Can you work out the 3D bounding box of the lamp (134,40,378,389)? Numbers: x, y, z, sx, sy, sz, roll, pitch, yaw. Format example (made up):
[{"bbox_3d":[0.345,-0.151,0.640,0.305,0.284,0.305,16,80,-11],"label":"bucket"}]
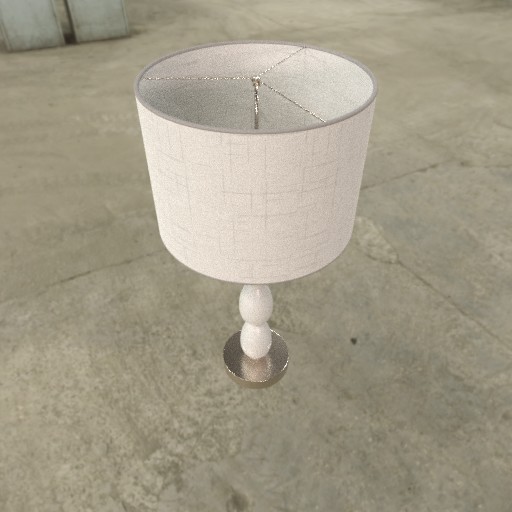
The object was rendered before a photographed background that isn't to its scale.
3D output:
[{"bbox_3d":[0.000,0.000,0.701,0.280,0.559,0.282,0,42,0],"label":"lamp"}]
